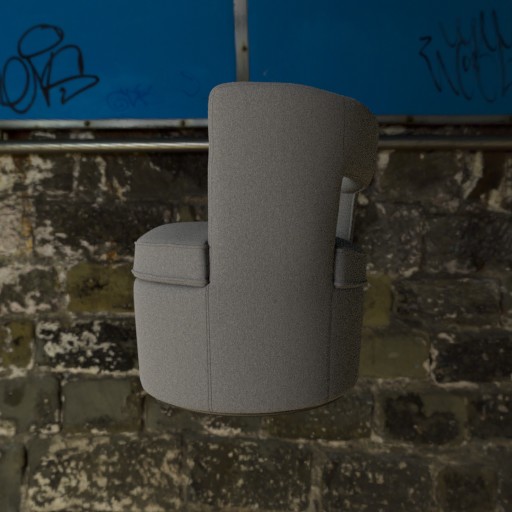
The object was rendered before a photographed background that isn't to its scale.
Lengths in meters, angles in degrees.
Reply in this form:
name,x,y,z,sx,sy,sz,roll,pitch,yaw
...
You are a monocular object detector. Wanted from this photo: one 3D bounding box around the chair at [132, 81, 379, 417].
name,x,y,z,sx,sy,sz,roll,pitch,yaw
chair,0.000,0.000,1.237,0.660,0.719,0.689,0,0,18
